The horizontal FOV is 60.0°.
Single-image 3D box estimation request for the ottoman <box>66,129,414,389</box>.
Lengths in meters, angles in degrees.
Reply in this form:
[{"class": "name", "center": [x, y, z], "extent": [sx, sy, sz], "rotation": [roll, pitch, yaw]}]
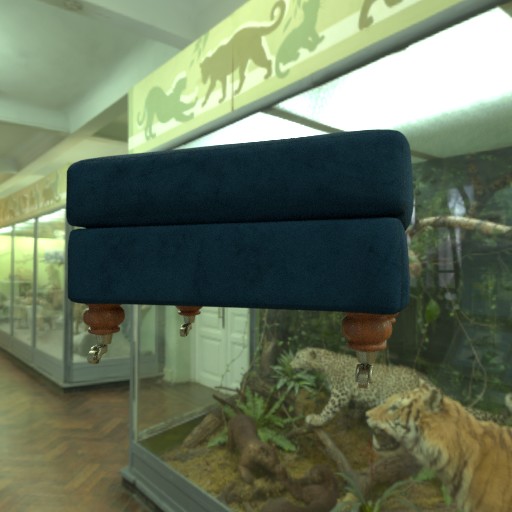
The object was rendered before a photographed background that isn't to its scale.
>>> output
[{"class": "ottoman", "center": [0.000, 0.000, 1.149], "extent": [0.773, 0.503, 0.572], "rotation": [-1, -2, 20]}]
